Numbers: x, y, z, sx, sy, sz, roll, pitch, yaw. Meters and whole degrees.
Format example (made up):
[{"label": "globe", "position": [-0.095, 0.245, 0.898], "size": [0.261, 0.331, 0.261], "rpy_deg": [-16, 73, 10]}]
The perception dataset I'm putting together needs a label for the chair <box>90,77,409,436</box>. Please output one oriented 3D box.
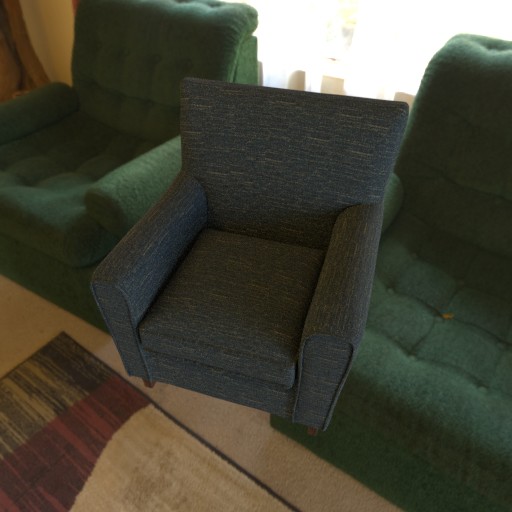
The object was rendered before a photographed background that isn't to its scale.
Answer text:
[{"label": "chair", "position": [0.000, 0.000, 1.628], "size": [0.864, 0.928, 0.873], "rpy_deg": [12, 42, 13]}]
